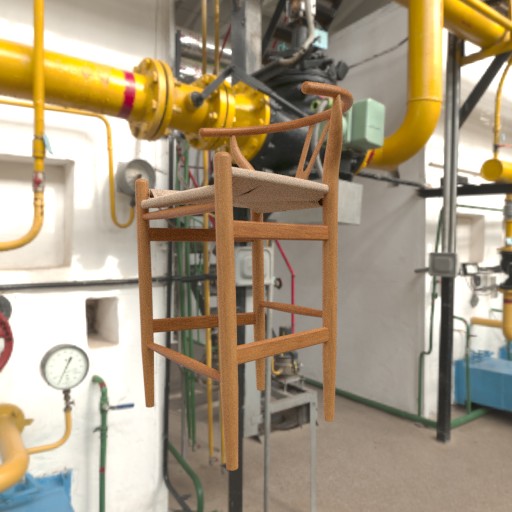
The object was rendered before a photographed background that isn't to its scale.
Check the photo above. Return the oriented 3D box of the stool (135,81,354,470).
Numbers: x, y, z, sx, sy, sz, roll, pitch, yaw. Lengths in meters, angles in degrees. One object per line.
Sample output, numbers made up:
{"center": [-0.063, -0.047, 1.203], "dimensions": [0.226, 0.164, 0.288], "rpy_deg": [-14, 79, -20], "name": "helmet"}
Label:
{"center": [0.000, 0.000, 1.362], "dimensions": [0.579, 0.970, 0.569], "rpy_deg": [-1, 1, -36], "name": "stool"}
